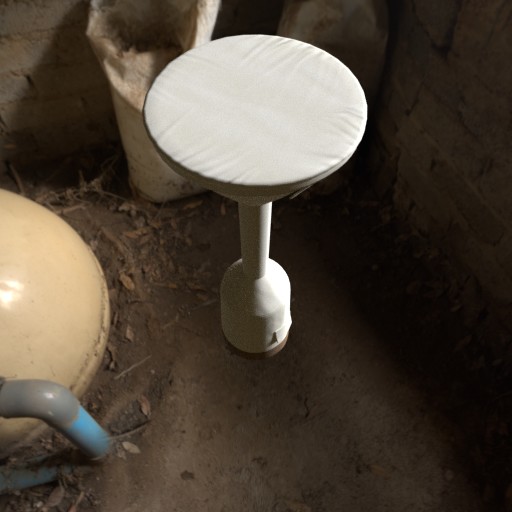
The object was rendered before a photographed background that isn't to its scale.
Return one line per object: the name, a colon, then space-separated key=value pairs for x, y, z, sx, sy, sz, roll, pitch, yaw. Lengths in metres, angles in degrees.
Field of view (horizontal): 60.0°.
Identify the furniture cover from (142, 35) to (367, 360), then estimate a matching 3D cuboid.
furniture cover: x=0.000 y=0.000 z=2.828 sx=0.914 sy=2.413 sz=0.914 roll=29 pitch=63 yaw=17
